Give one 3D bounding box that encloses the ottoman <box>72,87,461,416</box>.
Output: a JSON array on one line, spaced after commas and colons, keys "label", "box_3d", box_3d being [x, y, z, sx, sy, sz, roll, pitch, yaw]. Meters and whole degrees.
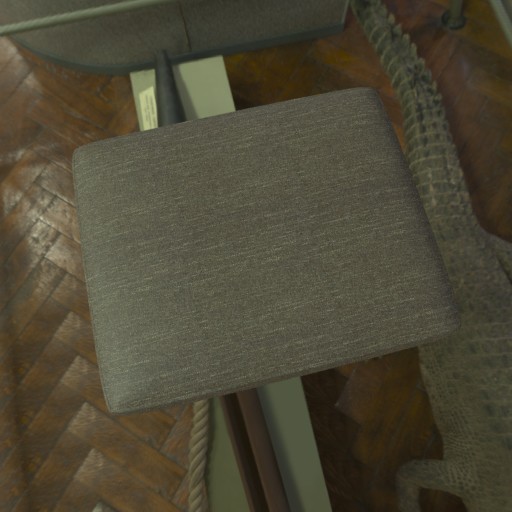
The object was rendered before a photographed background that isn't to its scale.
[{"label": "ottoman", "box_3d": [0.000, 0.000, 1.216, 0.820, 0.490, 0.671, -13, 74, -4]}]
